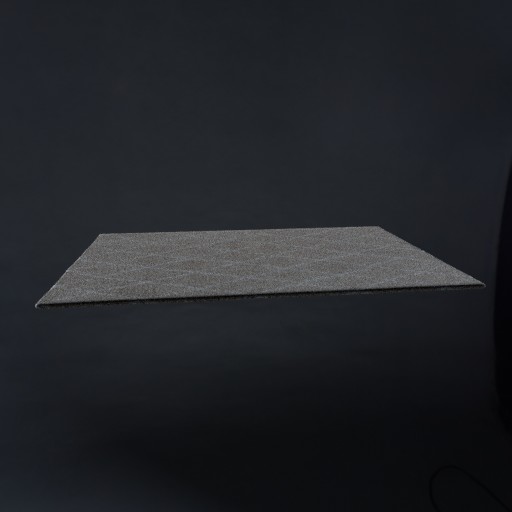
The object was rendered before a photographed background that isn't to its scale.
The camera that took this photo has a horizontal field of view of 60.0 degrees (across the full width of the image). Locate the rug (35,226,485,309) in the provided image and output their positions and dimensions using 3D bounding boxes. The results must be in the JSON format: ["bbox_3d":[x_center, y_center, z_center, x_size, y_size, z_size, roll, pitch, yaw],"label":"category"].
[{"bbox_3d":[0.000,0.000,3.508,2.743,0.030,1.778,-2,16,-7],"label":"rug"}]
